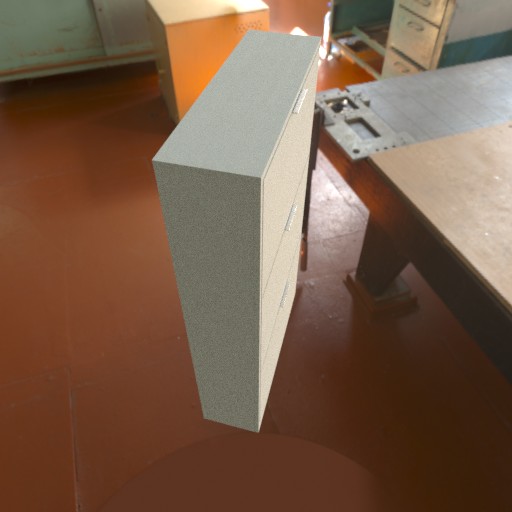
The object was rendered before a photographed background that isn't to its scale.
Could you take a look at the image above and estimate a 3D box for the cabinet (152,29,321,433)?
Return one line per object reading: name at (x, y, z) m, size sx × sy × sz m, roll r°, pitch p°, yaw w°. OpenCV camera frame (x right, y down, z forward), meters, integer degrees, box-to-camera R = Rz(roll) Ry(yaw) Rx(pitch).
cabinet at (0.000, 0.000, 1.616) m, size 0.250 × 1.280 × 0.750 m, roll 11°, pitch 48°, yaw 10°
